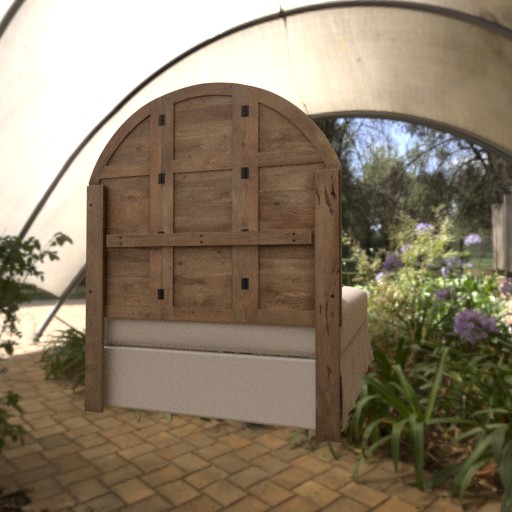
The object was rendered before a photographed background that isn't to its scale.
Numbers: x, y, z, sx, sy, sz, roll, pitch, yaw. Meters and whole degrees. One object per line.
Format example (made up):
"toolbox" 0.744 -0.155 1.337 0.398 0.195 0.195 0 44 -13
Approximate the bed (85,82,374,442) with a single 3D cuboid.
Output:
"bed" 0.000 0.000 3.582 1.713 2.002 2.112 0 -1 18
